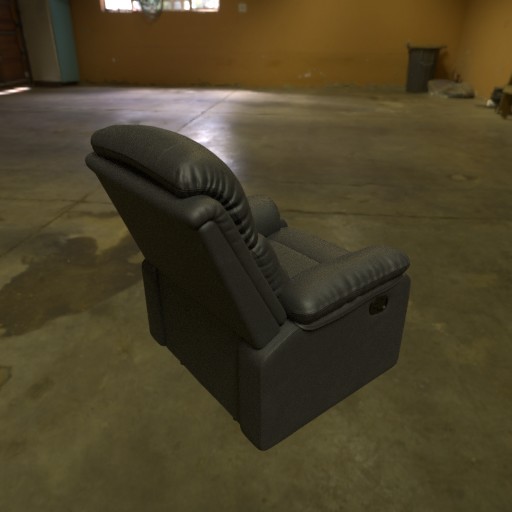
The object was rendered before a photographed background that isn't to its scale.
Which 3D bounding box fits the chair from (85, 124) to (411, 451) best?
[{"bbox_3d":[0.000,0.000,1.627,0.919,0.992,0.855,-19,32,-33],"label":"chair"}]
